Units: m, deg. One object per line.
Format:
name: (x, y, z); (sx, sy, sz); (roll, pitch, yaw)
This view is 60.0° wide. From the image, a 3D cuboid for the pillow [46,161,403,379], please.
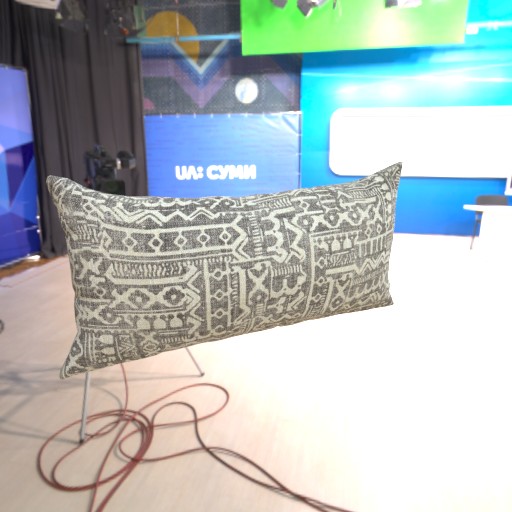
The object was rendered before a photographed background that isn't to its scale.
pillow: (0.000, 0.000, 0.733); (0.631, 0.290, 0.148); (-8, 18, -26)
